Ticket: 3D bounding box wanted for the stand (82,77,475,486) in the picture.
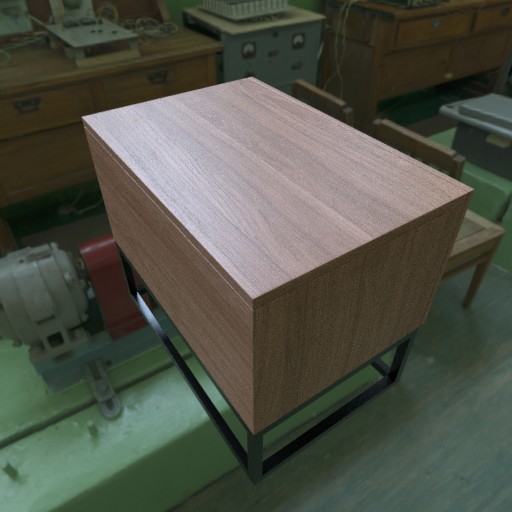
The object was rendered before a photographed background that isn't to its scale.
[{"bbox_3d":[0.000,0.000,0.936,0.420,0.500,0.600,-24,46,-25],"label":"stand"}]
